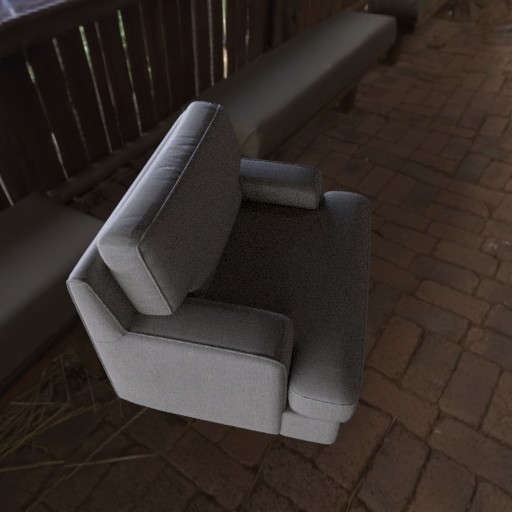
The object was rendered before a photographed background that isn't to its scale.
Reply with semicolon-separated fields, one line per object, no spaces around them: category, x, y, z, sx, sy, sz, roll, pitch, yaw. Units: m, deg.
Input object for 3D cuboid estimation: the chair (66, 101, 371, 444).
chair;0.000;0.000;2.018;1.043;0.974;1.270;9;46;9
